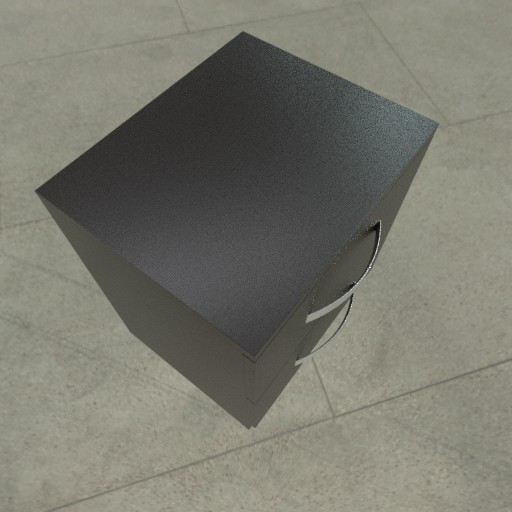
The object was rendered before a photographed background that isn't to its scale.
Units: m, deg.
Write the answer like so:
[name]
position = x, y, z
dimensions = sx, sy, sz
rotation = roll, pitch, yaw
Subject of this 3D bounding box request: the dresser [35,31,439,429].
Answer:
[dresser]
position = 0.000, 0.000, 0.756
dimensions = 0.360, 0.470, 0.400
rotation = 34, 65, 18
